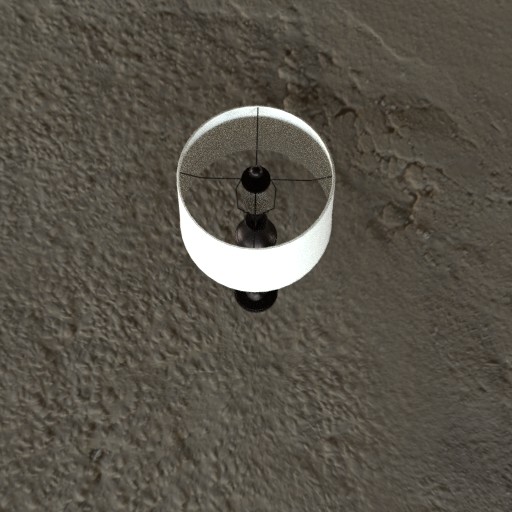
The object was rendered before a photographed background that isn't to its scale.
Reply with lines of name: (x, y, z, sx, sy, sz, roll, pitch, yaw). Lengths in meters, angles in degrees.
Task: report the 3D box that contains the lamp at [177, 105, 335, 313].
lamp: (0.000, 0.000, 1.680, 0.431, 1.484, 0.431, 0, 75, 0)
